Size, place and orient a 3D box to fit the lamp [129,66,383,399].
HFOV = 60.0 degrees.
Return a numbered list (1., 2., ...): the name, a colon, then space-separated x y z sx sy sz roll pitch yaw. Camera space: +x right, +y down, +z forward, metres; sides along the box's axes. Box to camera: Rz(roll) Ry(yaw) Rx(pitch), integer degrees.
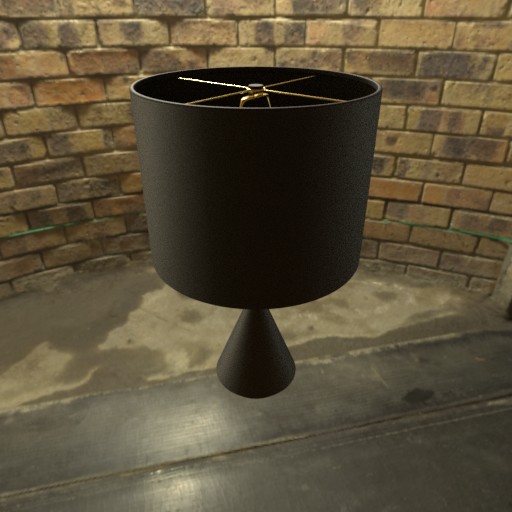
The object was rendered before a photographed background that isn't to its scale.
1. lamp: 0.000 0.000 0.791 0.359 0.584 0.359 22 37 33
